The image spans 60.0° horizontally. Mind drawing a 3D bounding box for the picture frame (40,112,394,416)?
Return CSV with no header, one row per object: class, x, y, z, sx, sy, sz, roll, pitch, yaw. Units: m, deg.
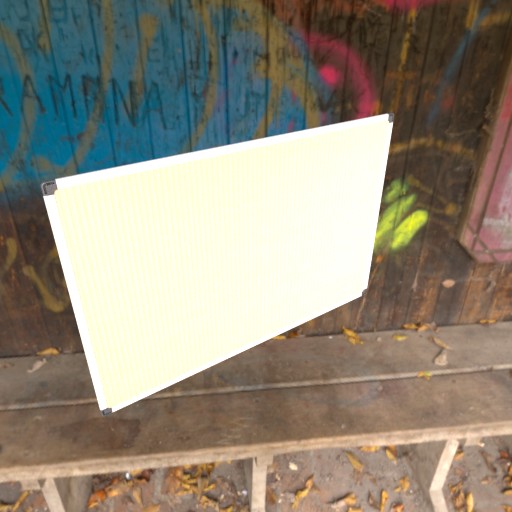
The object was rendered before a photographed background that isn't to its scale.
picture frame,0.000,0.000,1.133,0.900,0.600,0.010,-19,36,-29
